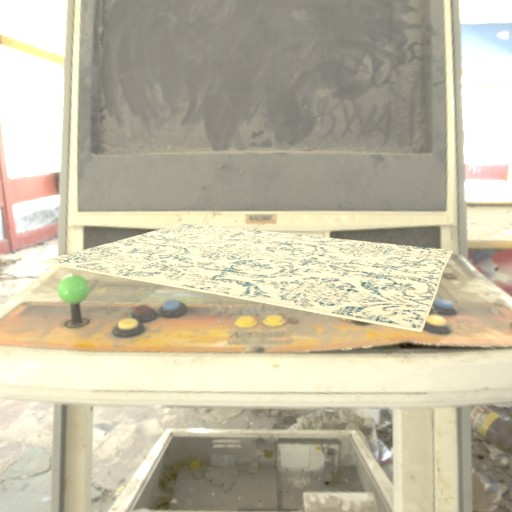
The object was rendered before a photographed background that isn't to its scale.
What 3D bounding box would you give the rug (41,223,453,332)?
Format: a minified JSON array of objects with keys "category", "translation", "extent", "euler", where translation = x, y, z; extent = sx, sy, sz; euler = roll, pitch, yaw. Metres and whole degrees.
[{"category":"rug","translation":[0.000,0.000,2.350],"extent":[1.831,0.012,1.213],"euler":[7,16,27]}]
